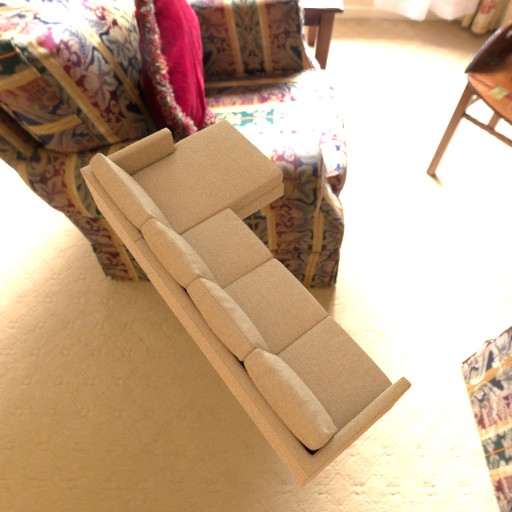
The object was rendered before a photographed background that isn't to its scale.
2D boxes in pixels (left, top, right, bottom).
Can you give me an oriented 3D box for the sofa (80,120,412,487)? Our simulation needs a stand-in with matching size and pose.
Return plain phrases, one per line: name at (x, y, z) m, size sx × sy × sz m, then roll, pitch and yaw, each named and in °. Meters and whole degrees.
sofa at (0.000, 0.000, 3.815) m, size 1.625 × 0.846 × 3.186 m, roll -33°, pitch 63°, yaw -19°
